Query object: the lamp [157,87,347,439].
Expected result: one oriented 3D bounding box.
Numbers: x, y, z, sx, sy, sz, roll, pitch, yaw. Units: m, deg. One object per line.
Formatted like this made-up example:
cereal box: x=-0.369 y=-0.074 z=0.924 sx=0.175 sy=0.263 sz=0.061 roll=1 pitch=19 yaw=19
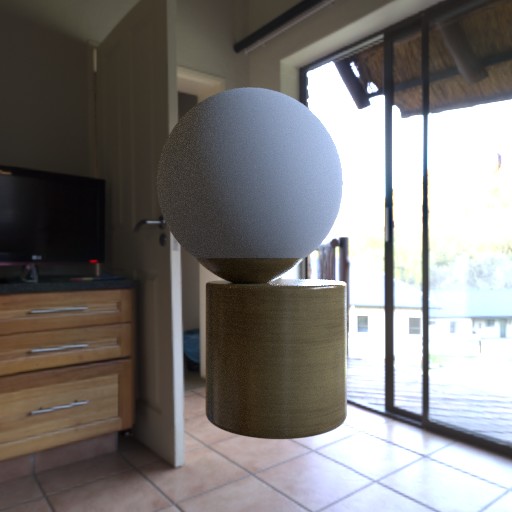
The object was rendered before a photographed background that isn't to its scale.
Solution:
lamp: x=0.000 y=0.000 z=0.345 sx=0.152 sy=0.250 sz=0.141 roll=0 pitch=-1 yaw=-36
